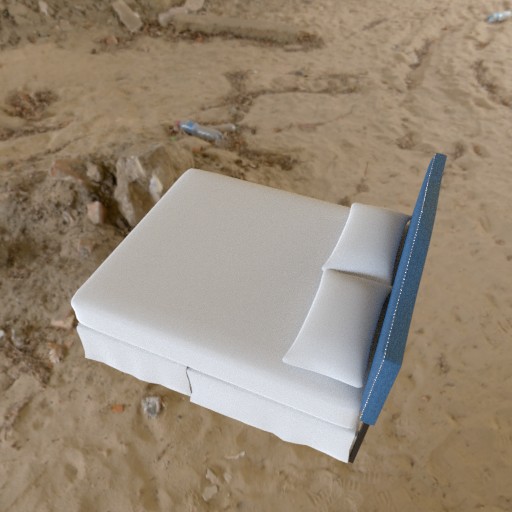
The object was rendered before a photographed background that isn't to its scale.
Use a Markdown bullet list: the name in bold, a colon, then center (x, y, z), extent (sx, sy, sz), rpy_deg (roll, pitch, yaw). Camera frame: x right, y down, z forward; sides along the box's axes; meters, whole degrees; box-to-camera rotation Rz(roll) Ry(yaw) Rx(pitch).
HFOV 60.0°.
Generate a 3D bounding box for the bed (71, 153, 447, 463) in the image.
- **bed**: center (0.000, 0.000, 2.823), extent (1.872, 1.169, 1.610), rpy_deg (17, 48, 16)
